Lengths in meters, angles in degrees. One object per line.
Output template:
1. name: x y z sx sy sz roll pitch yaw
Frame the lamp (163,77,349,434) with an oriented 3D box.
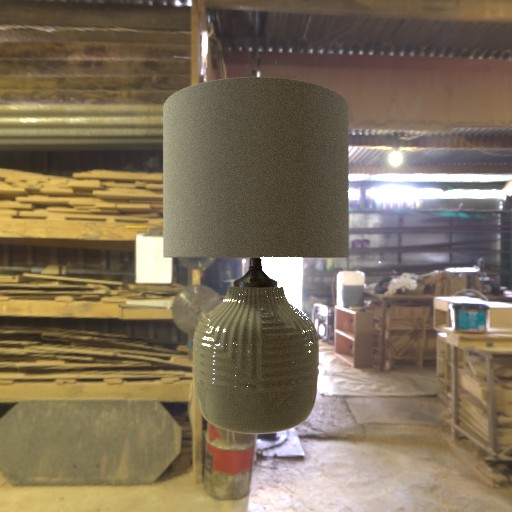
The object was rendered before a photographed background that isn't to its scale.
1. lamp: 0.000 0.000 0.775 0.318 0.567 0.318 0 0 0
